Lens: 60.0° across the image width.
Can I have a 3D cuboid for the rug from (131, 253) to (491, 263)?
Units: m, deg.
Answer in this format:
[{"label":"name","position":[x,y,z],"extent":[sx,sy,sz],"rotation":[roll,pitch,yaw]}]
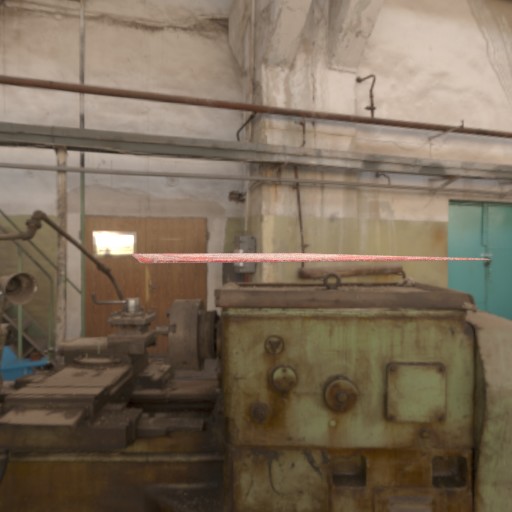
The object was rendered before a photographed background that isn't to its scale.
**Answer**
[{"label":"rug","position":[0.000,0.000,2.289],"extent":[1.219,0.006,1.829],"rotation":[0,1,-17]}]
